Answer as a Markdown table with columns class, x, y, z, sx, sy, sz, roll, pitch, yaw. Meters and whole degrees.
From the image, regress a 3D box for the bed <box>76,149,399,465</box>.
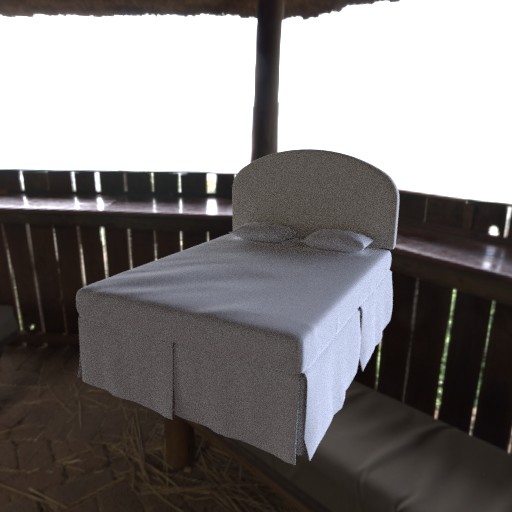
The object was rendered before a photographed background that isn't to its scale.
| class | x | y | z | sx | sy | sz | roll | pitch | yaw |
| --- | --- | --- | --- | --- | --- | --- | --- | --- | --- |
| bed | 0.000 | 0.000 | 3.112 | 1.607 | 1.410 | 2.005 | 8 | 17 | 27 |
